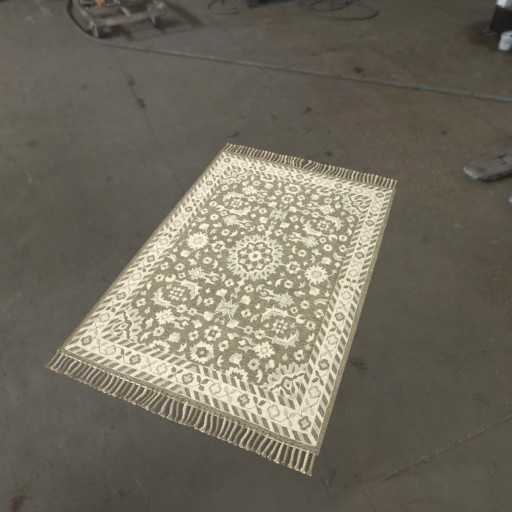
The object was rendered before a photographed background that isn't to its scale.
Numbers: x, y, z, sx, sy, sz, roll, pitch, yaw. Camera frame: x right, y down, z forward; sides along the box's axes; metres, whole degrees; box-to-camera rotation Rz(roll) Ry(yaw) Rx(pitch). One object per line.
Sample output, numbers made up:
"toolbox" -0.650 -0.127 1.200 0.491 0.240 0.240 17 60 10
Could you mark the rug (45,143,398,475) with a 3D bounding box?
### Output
"rug" 0.000 0.000 3.005 1.530 0.025 2.431 16 48 15
